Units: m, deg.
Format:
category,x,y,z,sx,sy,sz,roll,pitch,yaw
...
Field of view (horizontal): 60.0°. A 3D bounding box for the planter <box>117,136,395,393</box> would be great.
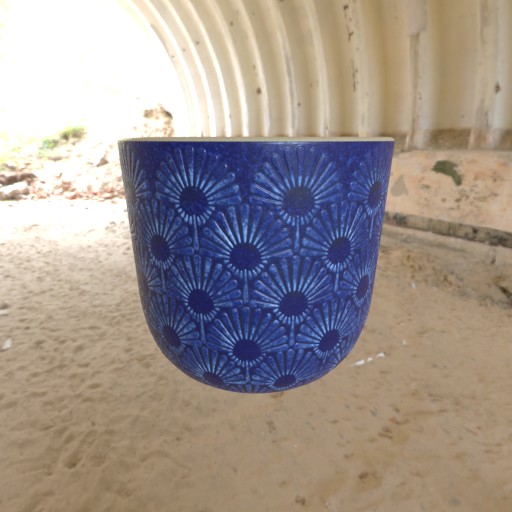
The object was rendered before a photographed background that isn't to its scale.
category,x,y,z,sx,sy,sz,roll,pitch,yaw
planter,0.000,0.000,0.368,0.206,0.190,0.206,0,15,0
